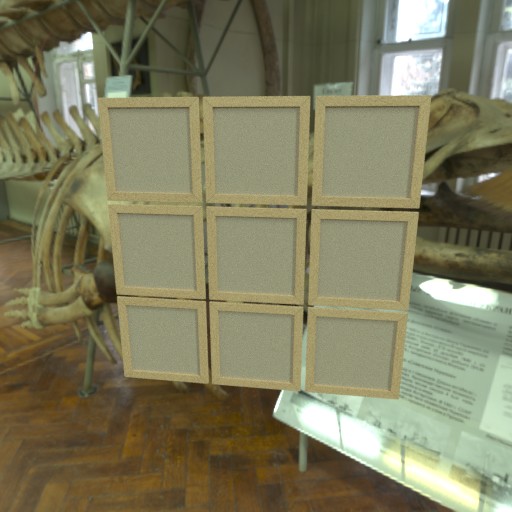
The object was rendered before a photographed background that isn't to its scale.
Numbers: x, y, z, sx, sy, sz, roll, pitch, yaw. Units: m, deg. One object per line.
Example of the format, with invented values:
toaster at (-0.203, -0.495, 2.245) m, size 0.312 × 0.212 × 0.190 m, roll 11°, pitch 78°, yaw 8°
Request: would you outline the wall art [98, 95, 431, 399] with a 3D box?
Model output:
wall art at (0.000, 0.000, 2.224) m, size 1.519 × 1.507 × 0.014 m, roll 2°, pitch 17°, yaw 8°
